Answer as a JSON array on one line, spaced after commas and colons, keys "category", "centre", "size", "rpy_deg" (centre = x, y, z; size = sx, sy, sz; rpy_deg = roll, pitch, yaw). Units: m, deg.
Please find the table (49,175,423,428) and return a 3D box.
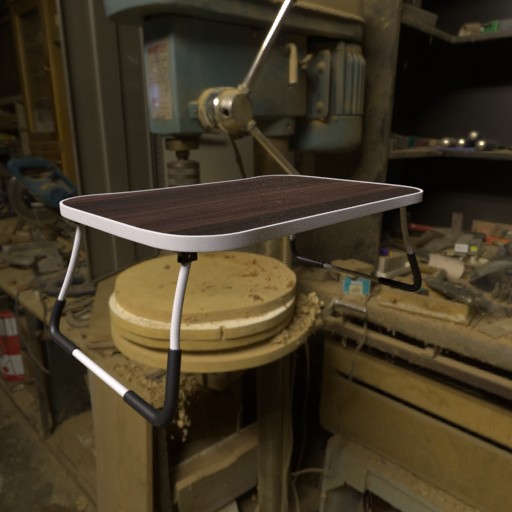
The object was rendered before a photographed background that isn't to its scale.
[{"category": "table", "centre": [0.000, 0.000, 0.830], "size": [0.660, 0.232, 0.400], "rpy_deg": [-16, 23, -42]}]
